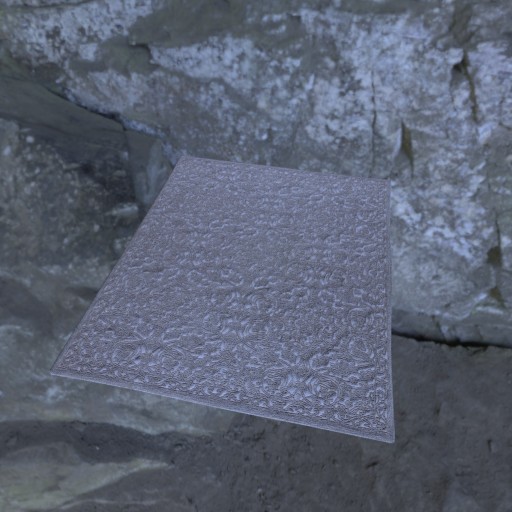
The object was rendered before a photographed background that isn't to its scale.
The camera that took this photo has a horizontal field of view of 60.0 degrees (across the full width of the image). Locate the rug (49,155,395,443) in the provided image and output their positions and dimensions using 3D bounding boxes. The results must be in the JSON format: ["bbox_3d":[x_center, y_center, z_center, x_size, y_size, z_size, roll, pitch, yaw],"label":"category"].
[{"bbox_3d":[0.000,0.000,4.105,2.472,0.035,3.017,8,45,8],"label":"rug"}]
